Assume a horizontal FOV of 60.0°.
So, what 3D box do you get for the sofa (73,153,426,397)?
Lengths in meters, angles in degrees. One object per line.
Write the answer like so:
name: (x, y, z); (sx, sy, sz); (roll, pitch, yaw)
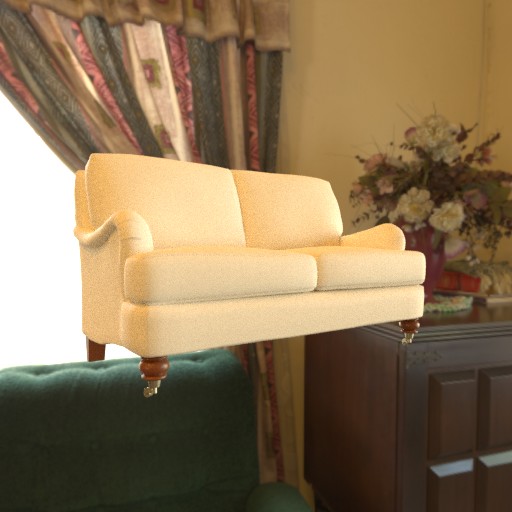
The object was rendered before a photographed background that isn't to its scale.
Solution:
sofa: (0.000, 0.000, 2.571); (1.853, 1.101, 1.084); (-1, 1, -35)
